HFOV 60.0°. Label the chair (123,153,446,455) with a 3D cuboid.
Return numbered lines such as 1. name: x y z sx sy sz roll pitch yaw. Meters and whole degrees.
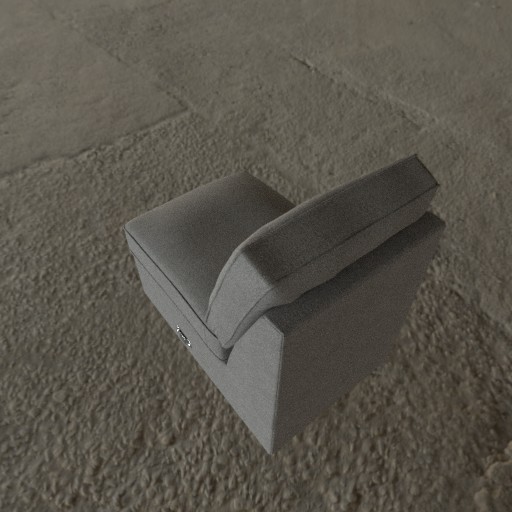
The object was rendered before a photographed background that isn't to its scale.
1. chair: 0.000 0.000 1.573 0.621 0.970 0.938 -30 53 -25
